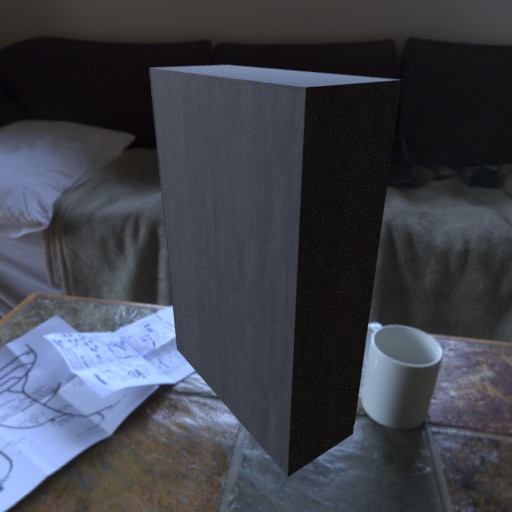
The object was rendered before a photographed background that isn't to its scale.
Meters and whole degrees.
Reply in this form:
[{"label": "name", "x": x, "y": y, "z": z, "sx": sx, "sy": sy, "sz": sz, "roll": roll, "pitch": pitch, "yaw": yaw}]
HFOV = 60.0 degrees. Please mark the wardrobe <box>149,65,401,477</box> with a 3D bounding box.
[{"label": "wardrobe", "x": 0.000, "y": 0.000, "z": 2.493, "sx": 0.510, "sy": 1.910, "sz": 1.290, "roll": -17, "pitch": 31, "yaw": -31}]
